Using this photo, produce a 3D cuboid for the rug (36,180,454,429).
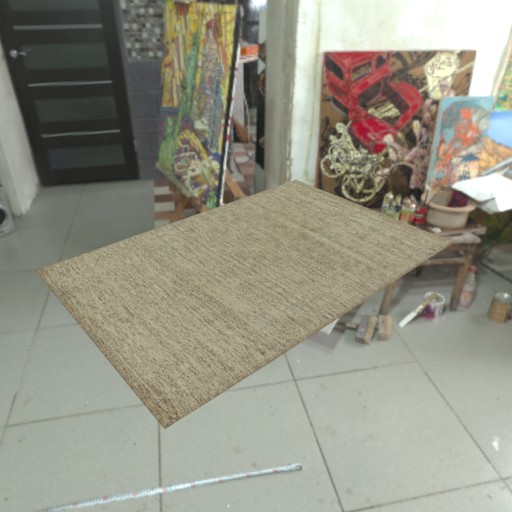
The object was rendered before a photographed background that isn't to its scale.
[{"bbox_3d":[0.000,0.000,2.307,1.822,0.018,1.211,-24,39,-34],"label":"rug"}]
